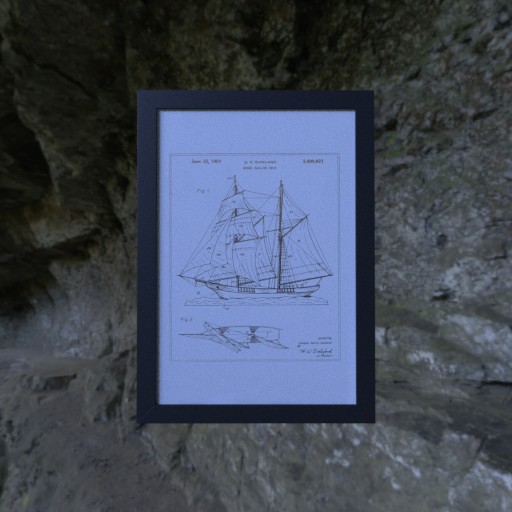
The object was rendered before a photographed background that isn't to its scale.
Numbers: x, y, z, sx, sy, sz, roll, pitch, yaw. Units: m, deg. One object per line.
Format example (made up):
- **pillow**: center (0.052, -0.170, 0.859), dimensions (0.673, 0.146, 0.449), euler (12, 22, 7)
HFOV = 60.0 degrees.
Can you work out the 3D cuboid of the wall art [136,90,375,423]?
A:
- **wall art**: center (0.000, 0.000, 0.715), dimensions (0.381, 0.534, 0.013), euler (0, -1, 0)
